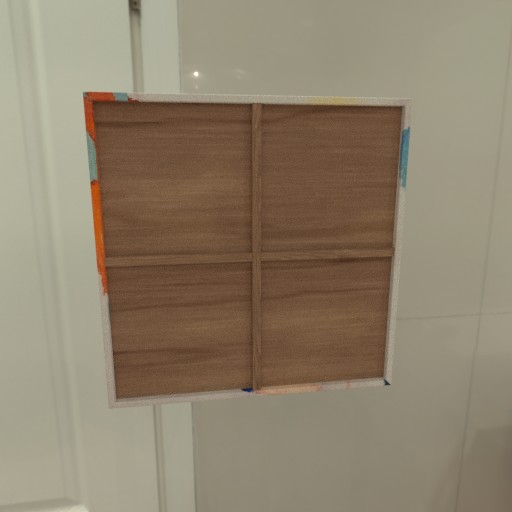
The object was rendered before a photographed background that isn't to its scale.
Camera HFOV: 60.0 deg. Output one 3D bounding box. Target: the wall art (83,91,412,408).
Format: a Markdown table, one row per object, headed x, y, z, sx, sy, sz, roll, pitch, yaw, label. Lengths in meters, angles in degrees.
| x | y | z | sx | sy | sz | roll | pitch | yaw | label |
| --- | --- | --- | --- | --- | --- | --- | --- | --- | --- |
| 0.000 | 0.000 | 1.190 | 0.814 | 0.814 | 0.037 | -2 | 13 | -9 | wall art |
